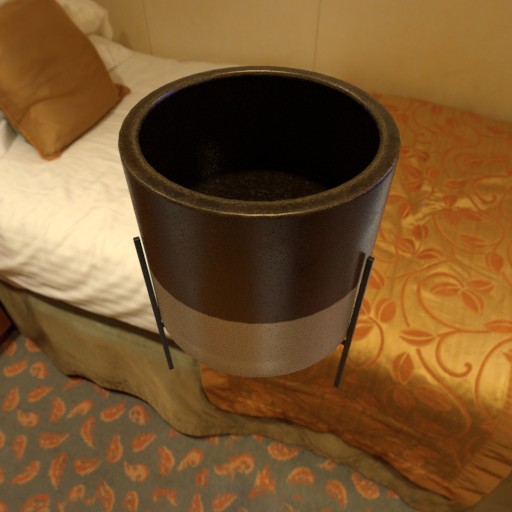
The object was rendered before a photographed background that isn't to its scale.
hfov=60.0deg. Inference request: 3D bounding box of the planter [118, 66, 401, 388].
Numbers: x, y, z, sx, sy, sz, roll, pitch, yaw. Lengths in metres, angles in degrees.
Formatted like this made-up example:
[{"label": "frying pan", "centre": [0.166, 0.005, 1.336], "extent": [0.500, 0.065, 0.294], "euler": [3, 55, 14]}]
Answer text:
[{"label": "planter", "centre": [0.000, 0.000, 0.710], "extent": [0.354, 0.465, 0.345], "euler": [-17, 49, -16]}]
